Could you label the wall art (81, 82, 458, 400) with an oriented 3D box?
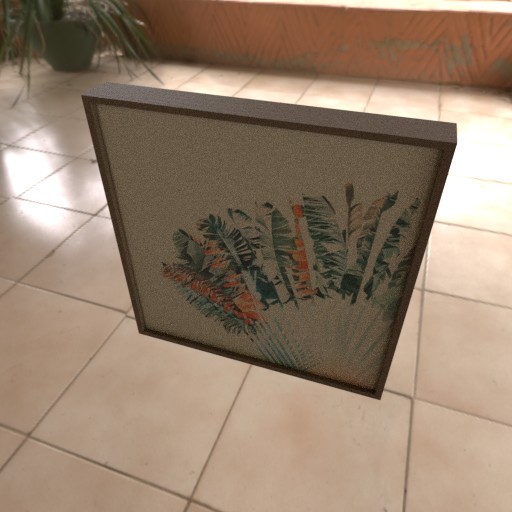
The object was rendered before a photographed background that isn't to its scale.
[{"bbox_3d":[0.000,0.000,0.450,0.304,0.303,0.038,12,40,15],"label":"wall art"}]
